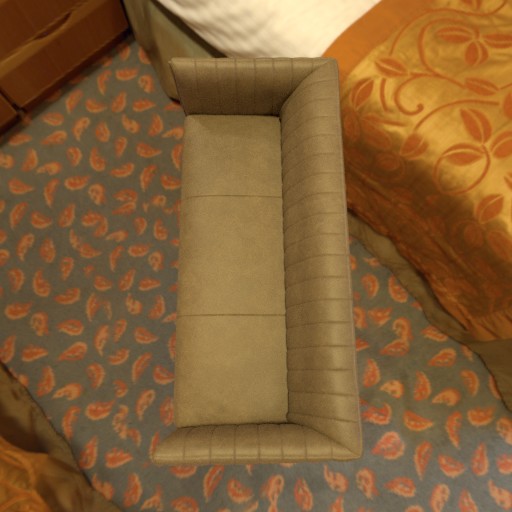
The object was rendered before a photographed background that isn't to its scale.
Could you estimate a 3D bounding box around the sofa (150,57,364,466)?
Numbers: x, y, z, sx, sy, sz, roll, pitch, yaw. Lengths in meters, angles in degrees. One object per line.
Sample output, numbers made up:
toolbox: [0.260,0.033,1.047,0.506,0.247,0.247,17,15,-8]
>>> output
sofa: [0.000,0.000,2.378,0.876,0.779,1.980,-1,75,0]
